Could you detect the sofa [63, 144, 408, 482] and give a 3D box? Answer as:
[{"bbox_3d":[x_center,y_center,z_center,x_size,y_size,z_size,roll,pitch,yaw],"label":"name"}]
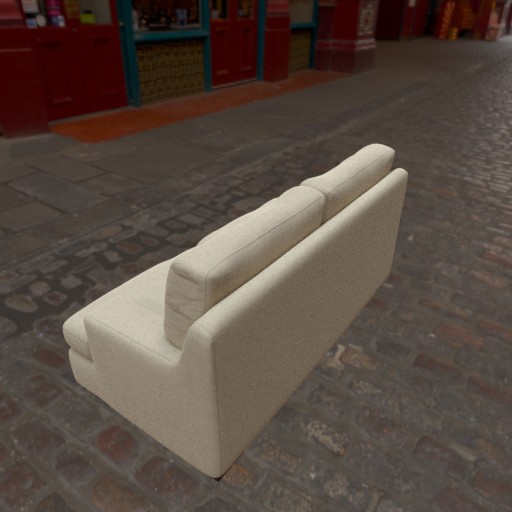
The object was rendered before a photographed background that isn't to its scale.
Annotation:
[{"bbox_3d":[0.000,0.000,2.411,0.962,0.967,1.885,20,35,30],"label":"sofa"}]
